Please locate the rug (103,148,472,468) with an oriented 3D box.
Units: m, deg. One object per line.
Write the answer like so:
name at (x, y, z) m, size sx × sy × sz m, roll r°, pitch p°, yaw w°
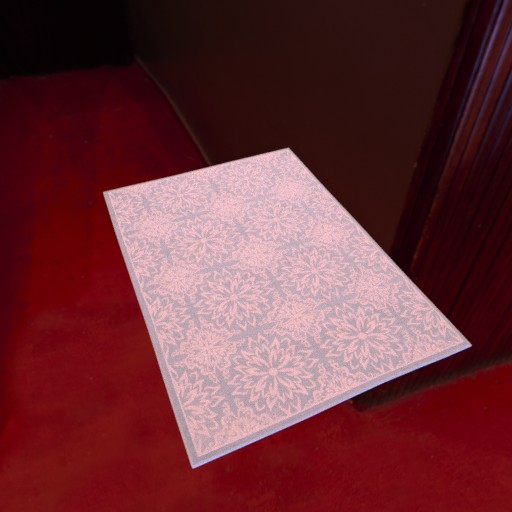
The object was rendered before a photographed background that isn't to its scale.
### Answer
rug at (0.000, 0.000, 2.892) m, size 1.589 × 0.014 × 2.205 m, roll -17°, pitch 47°, yaw -17°
